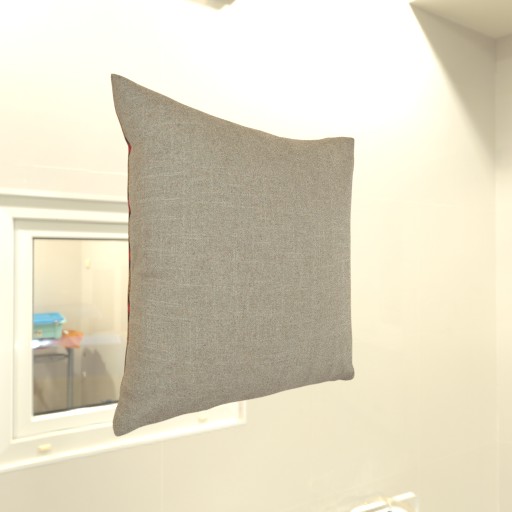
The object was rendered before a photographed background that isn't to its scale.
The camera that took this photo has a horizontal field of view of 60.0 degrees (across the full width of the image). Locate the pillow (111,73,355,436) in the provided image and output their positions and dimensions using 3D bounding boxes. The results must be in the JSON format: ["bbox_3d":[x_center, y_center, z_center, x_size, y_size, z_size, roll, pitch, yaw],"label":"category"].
[{"bbox_3d":[0.000,0.000,0.777,0.513,0.511,0.158,0,-1,-38],"label":"pillow"}]
